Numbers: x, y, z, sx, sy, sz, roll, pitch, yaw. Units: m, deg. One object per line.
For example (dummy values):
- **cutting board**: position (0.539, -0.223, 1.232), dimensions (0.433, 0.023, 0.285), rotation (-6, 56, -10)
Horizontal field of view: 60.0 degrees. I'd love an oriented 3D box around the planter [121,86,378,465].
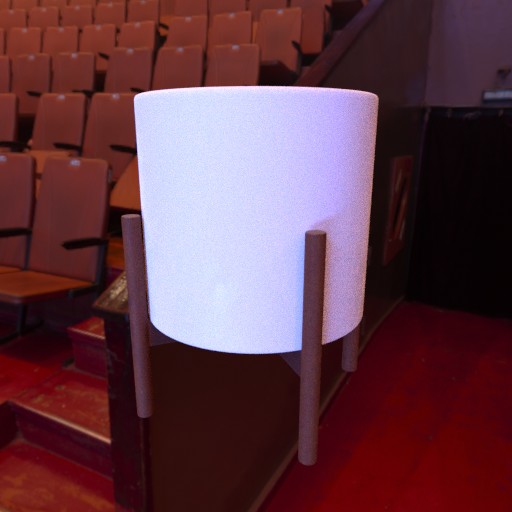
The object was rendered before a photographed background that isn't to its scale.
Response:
- **planter**: position (0.000, 0.000, 0.863), dimensions (0.421, 0.581, 0.420), rotation (7, 17, 25)
